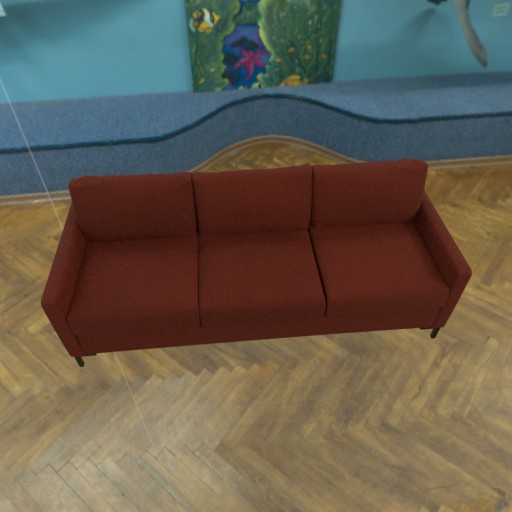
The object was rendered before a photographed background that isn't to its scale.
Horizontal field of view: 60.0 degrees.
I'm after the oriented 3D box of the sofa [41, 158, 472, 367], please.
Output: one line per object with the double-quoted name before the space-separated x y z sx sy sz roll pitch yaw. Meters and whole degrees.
"sofa" 0.000 0.000 2.667 2.252 0.879 0.875 -4 46 -4
